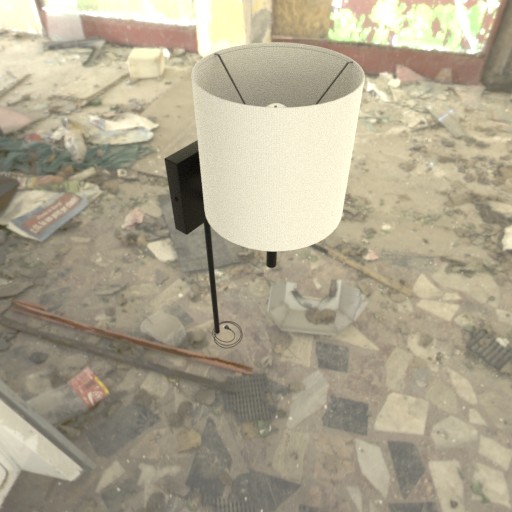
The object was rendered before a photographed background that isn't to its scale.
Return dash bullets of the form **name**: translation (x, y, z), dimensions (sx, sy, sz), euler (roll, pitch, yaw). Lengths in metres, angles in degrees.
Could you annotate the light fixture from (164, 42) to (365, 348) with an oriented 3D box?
- **light fixture**: translation (0.000, 0.000, 0.699), dimensions (0.248, 0.589, 0.188), euler (28, 50, 27)
